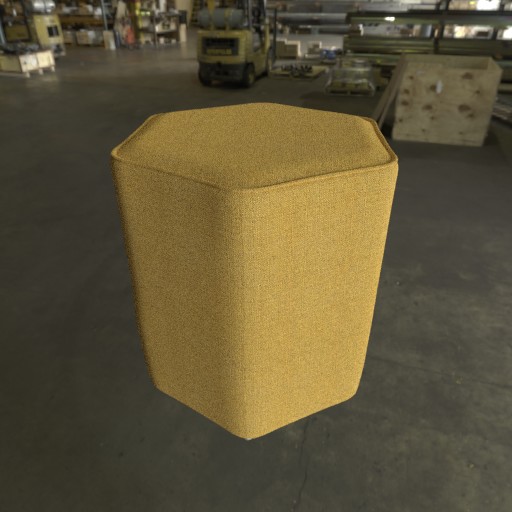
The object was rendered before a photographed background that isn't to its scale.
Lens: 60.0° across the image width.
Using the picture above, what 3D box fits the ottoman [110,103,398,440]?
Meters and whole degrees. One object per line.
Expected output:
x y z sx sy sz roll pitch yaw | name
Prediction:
0.000 0.000 0.876 0.443 0.502 0.494 2 31 4 | ottoman
